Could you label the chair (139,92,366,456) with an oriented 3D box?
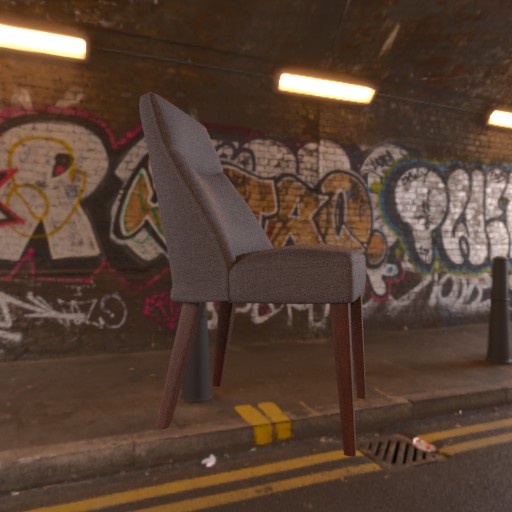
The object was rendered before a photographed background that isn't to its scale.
[{"bbox_3d":[0.000,0.000,1.328,0.620,0.930,0.500,0,0,17],"label":"chair"}]
